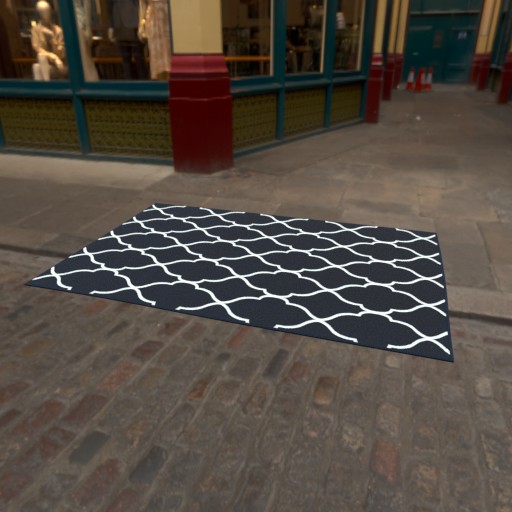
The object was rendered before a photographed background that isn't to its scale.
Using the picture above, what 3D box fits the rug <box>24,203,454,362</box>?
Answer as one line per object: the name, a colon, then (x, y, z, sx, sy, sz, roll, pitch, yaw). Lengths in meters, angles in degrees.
rug: (0.000, 0.000, 2.868, 2.294, 0.014, 1.528, 8, 26, 16)
